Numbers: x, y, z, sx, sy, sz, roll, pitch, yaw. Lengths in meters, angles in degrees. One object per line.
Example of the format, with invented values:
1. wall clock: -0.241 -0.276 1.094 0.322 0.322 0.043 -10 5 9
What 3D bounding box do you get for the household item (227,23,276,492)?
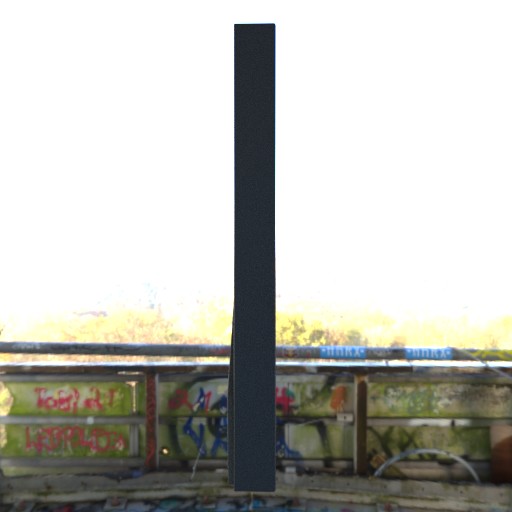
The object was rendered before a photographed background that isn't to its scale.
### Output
1. household item: 0.000 0.000 0.234 0.022 0.178 0.133 0 1 2
